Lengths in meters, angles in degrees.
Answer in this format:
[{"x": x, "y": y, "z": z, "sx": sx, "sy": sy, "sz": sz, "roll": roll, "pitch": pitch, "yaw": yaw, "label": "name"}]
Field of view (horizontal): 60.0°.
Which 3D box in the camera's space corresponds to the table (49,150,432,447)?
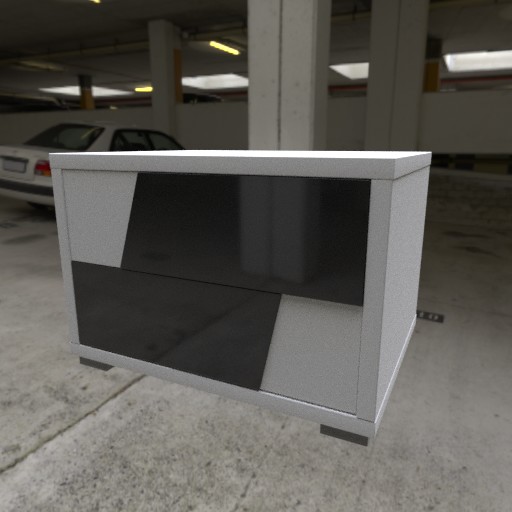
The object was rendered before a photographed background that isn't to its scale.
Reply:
[{"x": 0.000, "y": 0.000, "z": 0.787, "sx": 0.517, "sy": 0.357, "sz": 0.399, "roll": 7, "pitch": 16, "yaw": 25, "label": "table"}]
